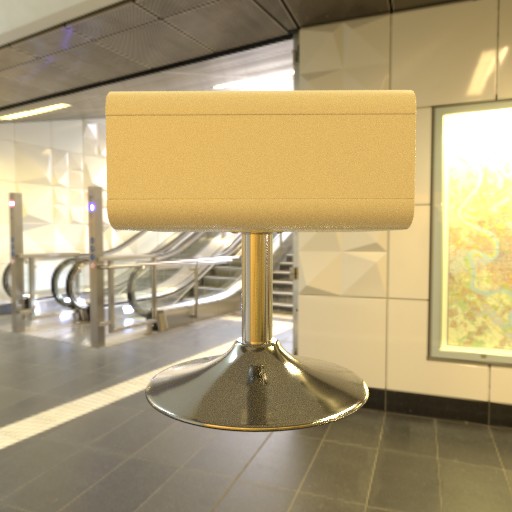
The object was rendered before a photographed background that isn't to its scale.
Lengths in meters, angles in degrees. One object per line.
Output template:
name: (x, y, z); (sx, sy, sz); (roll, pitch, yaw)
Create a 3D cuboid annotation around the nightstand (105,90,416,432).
nightstand: (0.000, 0.000, 0.759); (0.404, 0.447, 0.399); (0, 3, 1)
